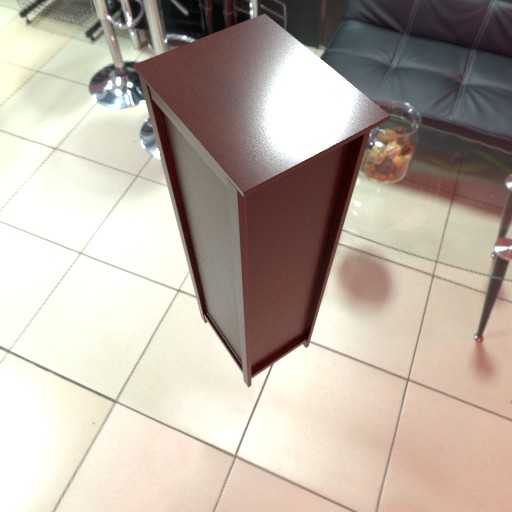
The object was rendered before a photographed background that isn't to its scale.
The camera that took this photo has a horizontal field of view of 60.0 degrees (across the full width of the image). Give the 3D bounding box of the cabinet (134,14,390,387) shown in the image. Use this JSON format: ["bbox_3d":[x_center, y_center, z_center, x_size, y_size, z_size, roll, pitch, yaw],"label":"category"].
[{"bbox_3d":[0.000,0.000,1.702,0.401,1.518,0.500,-30,63,-17],"label":"cabinet"}]
